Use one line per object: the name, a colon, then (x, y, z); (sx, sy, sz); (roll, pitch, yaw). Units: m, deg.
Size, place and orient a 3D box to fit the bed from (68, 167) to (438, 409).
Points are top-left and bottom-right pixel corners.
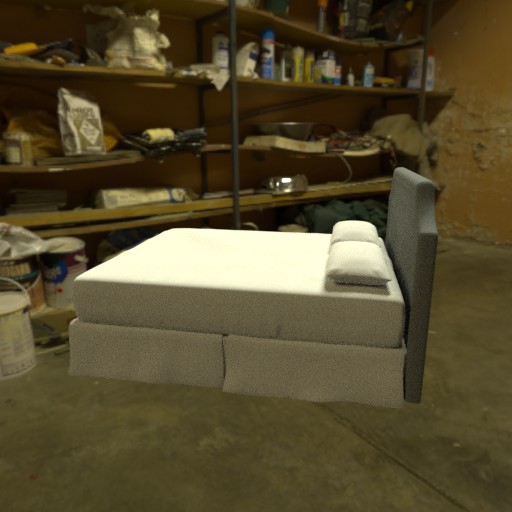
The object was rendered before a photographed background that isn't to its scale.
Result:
bed: (0.000, 0.000, 3.416); (2.259, 1.296, 1.811); (3, 15, 11)
